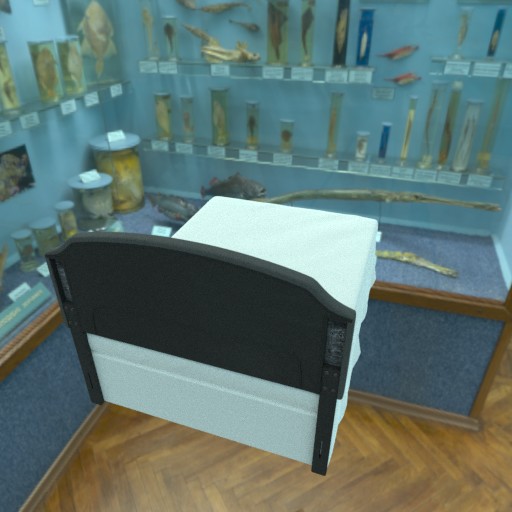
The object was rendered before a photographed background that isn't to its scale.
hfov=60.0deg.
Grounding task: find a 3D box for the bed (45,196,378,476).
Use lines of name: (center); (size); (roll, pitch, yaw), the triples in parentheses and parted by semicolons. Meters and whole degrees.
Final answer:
bed: (0.000, 0.000, 2.997); (1.558, 1.270, 1.999); (10, 33, 16)
